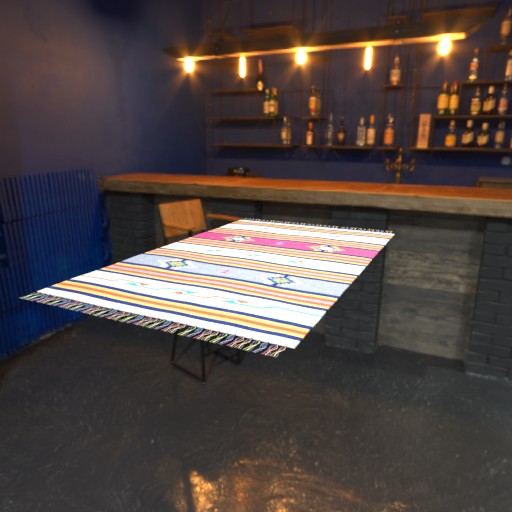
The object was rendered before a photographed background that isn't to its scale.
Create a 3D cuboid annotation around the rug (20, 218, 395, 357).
[{"bbox_3d":[0.000,0.000,2.234,1.084,0.013,1.849,7,17,25],"label":"rug"}]
